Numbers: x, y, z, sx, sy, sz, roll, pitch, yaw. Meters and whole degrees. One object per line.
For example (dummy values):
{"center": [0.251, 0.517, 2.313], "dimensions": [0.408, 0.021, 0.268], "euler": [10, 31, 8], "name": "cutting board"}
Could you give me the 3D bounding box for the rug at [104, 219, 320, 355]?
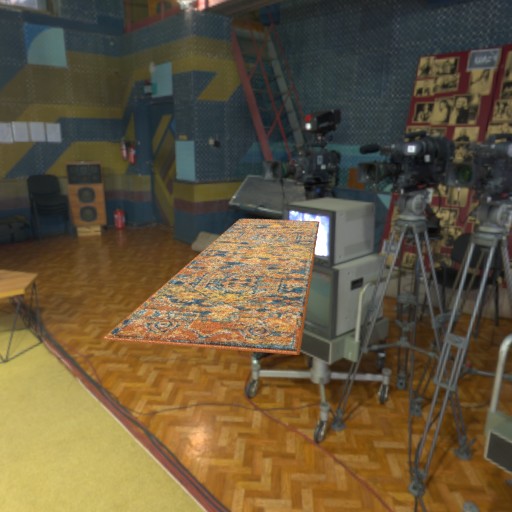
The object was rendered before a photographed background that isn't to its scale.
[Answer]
{"center": [0.000, 0.000, 2.499], "dimensions": [0.651, 0.016, 2.274], "euler": [2, 15, 9], "name": "rug"}
